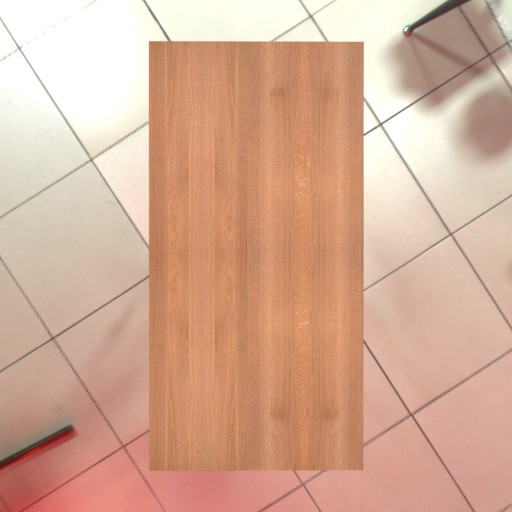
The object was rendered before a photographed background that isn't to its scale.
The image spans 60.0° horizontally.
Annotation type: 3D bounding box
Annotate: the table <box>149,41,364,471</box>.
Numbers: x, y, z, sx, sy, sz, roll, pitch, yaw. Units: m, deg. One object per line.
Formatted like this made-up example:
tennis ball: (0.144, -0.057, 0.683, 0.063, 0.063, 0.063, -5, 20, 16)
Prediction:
table: (0.000, 0.000, 2.233, 0.900, 0.750, 1.800, 0, 90, 0)
